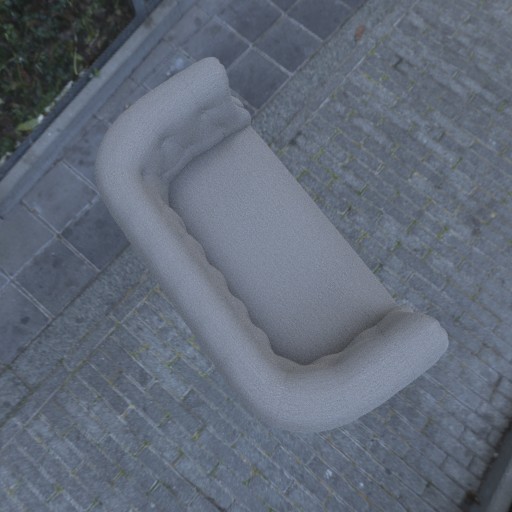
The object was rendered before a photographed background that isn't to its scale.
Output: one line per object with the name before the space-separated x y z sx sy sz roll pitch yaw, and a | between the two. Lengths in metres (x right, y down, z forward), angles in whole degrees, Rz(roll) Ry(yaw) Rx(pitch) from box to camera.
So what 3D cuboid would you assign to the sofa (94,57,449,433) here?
sofa | 0.000 0.000 2.043 0.835 0.827 1.558 -35 77 -9
